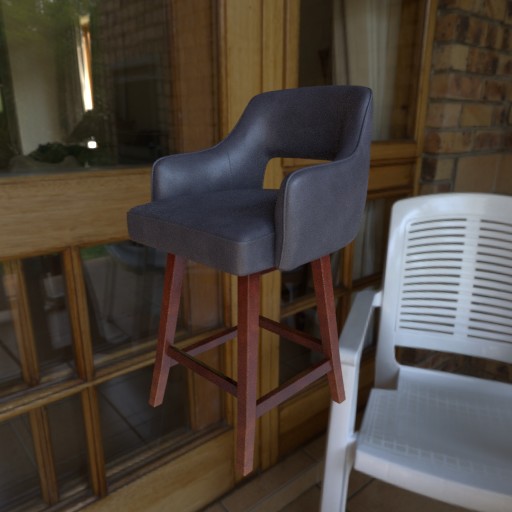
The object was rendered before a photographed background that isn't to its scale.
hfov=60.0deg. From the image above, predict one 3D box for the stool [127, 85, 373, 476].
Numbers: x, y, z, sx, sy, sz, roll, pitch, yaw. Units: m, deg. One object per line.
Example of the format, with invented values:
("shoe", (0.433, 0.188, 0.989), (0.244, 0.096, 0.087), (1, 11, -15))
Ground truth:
("stool", (0.000, 0.000, 1.267), (0.550, 0.936, 0.560), (16, 23, 42))
